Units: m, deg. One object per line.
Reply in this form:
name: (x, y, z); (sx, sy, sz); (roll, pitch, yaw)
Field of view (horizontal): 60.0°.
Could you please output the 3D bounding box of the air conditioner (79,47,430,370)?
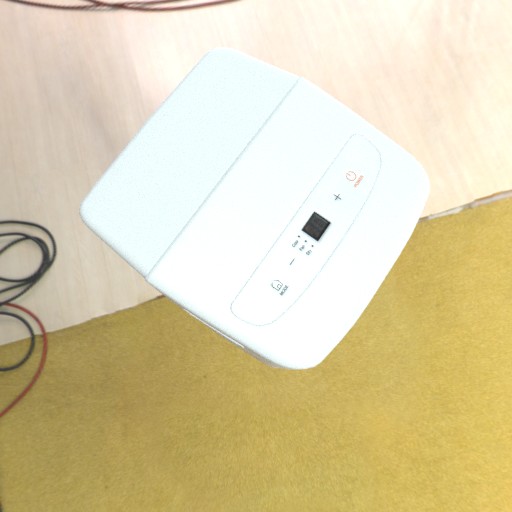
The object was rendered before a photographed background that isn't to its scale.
air conditioner: (0.000, 0.000, 0.786); (0.349, 0.606, 0.304); (34, 78, 8)
